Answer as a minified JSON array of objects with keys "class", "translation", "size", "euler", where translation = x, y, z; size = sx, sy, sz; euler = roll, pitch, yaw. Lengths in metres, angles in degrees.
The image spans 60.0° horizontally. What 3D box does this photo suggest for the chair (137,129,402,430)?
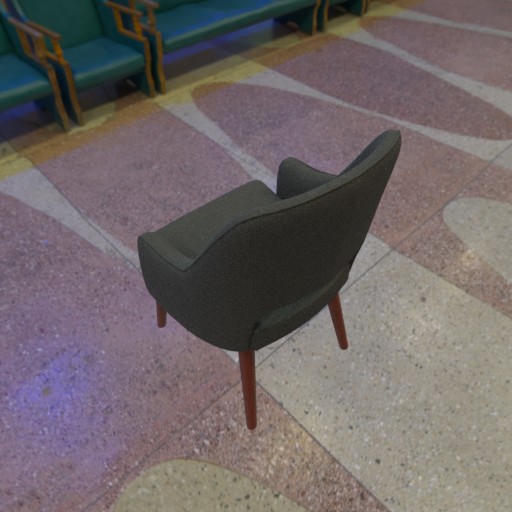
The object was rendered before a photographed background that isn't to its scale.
[{"class":"chair","translation":[0.000,0.000,1.229],"size":[0.559,0.838,0.560],"euler":[-32,55,-27]}]
